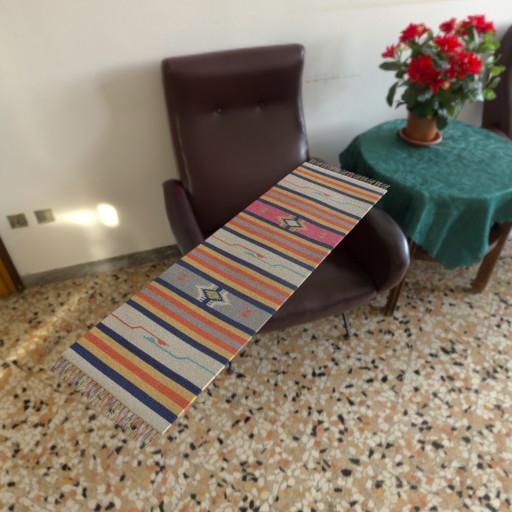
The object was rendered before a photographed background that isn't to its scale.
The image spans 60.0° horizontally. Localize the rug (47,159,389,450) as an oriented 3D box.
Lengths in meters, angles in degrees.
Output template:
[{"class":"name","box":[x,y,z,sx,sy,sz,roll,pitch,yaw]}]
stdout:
[{"class":"rug","box":[0.000,0.000,2.700,0.695,0.017,2.455,26,48,26]}]
